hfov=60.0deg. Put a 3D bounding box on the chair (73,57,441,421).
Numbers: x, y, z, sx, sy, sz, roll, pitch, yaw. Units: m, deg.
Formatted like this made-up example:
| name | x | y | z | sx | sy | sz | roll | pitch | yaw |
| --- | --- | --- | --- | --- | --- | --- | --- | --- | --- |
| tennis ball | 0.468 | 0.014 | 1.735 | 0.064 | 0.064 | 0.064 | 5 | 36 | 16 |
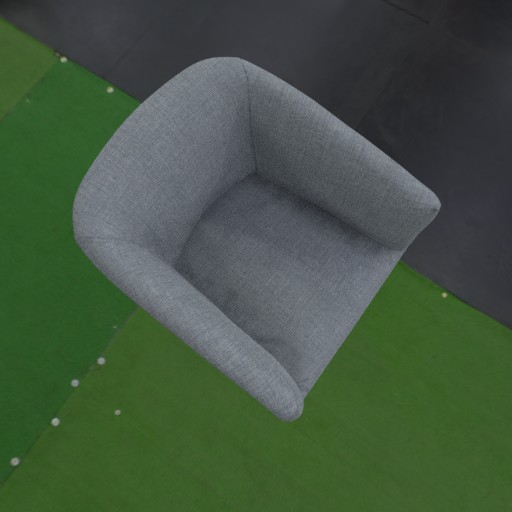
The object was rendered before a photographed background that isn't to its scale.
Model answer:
| name | x | y | z | sx | sy | sz | roll | pitch | yaw |
| --- | --- | --- | --- | --- | --- | --- | --- | --- | --- |
| chair | 0.000 | 0.000 | 1.242 | 0.668 | 0.771 | 0.600 | 36 | 77 | 9 |
